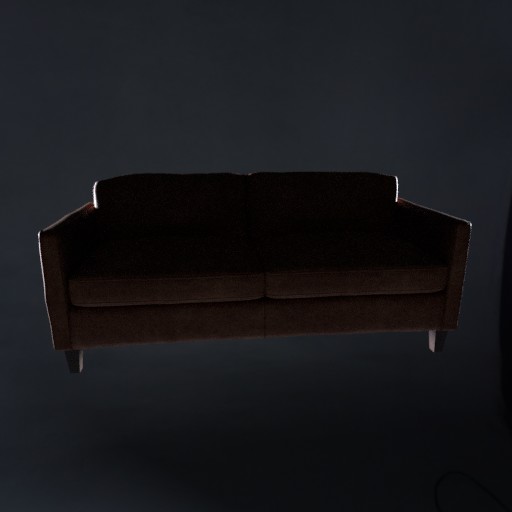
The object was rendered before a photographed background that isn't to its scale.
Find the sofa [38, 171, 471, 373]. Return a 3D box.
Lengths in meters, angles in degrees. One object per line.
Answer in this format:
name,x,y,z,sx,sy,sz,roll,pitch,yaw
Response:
sofa,0.000,0.000,2.434,1.971,0.863,0.923,-2,16,-6
